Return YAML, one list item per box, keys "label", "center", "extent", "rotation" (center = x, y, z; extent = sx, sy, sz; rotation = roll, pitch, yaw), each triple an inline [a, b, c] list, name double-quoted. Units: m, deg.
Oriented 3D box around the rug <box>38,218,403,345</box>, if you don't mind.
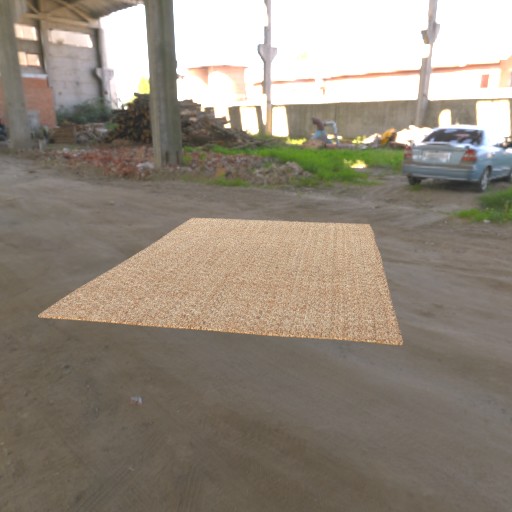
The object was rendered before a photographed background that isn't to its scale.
- label: "rug"
  center: [0.000, 0.000, 2.796]
  extent: [1.566, 0.013, 2.141]
  rotation: [3, 17, 9]
